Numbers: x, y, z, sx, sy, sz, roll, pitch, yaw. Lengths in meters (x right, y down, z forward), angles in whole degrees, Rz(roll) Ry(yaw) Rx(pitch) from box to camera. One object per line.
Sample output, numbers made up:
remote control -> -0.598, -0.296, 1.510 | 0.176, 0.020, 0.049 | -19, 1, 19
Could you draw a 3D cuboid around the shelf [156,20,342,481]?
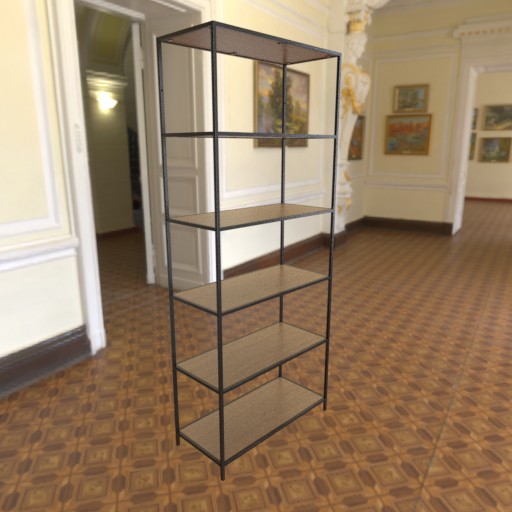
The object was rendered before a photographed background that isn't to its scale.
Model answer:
shelf -> 0.000, 0.000, 2.116 | 0.350, 1.850, 0.770 | 13, 19, 43
